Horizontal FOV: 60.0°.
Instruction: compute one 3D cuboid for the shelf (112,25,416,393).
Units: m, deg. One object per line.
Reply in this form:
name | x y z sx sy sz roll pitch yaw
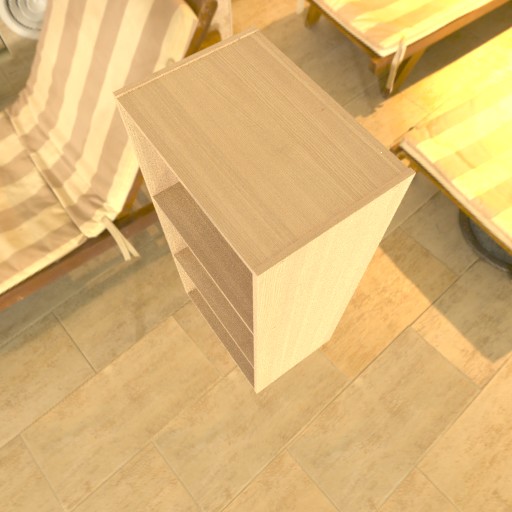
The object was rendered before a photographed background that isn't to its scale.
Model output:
shelf | 0.000 0.000 1.091 0.292 0.876 0.417 -33 68 -15
